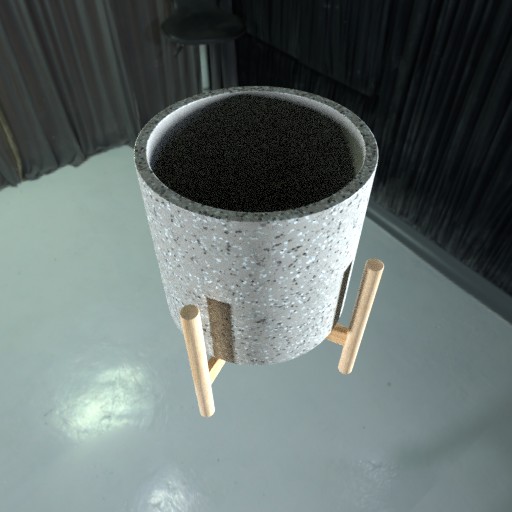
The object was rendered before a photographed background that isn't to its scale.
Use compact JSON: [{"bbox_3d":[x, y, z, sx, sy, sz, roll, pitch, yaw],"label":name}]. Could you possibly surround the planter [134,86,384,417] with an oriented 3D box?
[{"bbox_3d":[0.000,0.000,0.710,0.360,0.419,0.360,-32,54,-27],"label":"planter"}]
